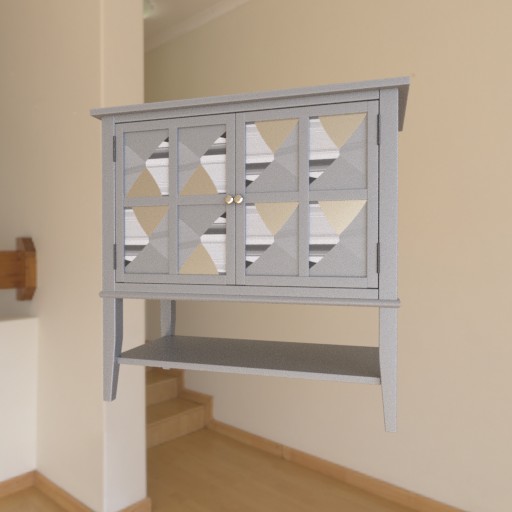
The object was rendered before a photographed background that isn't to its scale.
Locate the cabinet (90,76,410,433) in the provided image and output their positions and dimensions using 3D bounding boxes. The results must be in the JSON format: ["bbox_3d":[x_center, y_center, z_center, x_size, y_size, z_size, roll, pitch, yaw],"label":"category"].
[{"bbox_3d":[0.000,0.000,1.256,0.801,0.780,0.396,0,1,16],"label":"cabinet"}]
